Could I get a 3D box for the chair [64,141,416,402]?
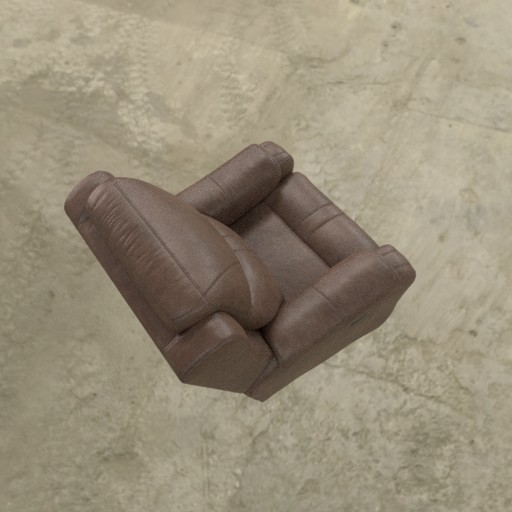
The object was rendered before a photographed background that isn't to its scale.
[{"bbox_3d":[0.000,0.000,1.800,1.067,0.990,0.940,-33,63,-19],"label":"chair"}]
